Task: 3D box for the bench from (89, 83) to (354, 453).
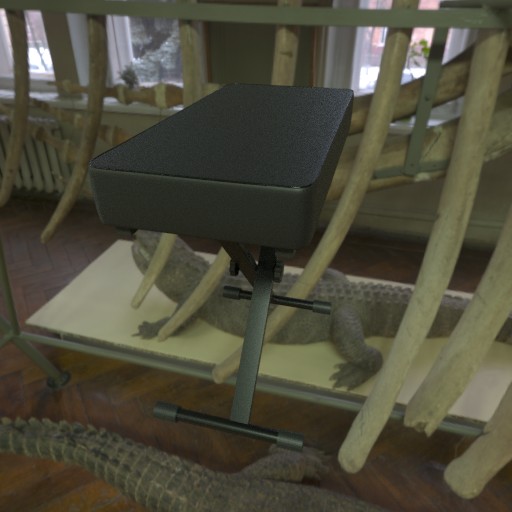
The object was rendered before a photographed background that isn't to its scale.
[{"bbox_3d":[0.000,0.000,0.910,0.300,0.561,0.600,8,32,13],"label":"bench"}]
